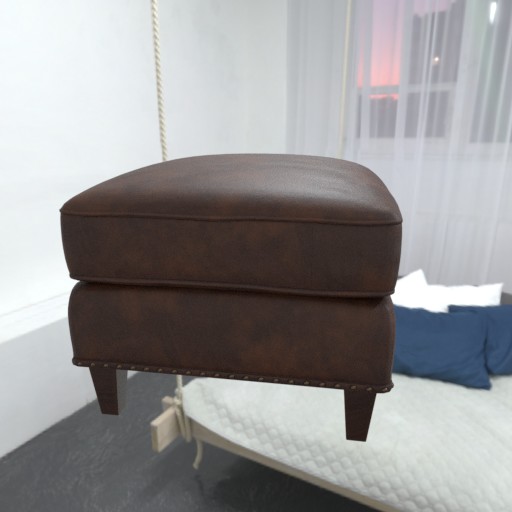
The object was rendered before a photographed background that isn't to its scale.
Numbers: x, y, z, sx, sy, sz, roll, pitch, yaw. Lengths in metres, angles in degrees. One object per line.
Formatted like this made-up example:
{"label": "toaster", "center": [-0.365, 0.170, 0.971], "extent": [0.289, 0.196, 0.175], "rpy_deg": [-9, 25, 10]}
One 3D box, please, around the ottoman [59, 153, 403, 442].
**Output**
{"label": "ottoman", "center": [0.000, 0.000, 1.091], "extent": [0.586, 0.486, 0.742], "rpy_deg": [3, 16, 9]}
